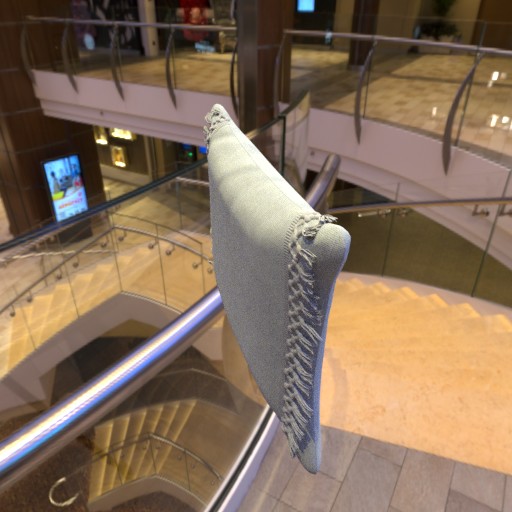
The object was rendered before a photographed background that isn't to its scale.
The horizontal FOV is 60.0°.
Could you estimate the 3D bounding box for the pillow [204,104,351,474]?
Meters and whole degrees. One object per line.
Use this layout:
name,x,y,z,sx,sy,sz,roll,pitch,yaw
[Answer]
pillow,0.000,0.000,0.591,0.084,0.305,0.466,-8,32,-14
